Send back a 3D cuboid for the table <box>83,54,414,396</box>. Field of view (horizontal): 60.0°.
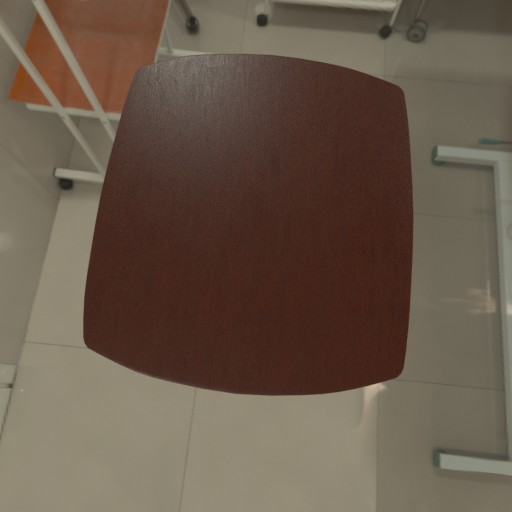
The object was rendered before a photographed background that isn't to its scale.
[{"bbox_3d":[0.000,0.000,0.848,0.433,0.496,0.502,5,73,2],"label":"table"}]
